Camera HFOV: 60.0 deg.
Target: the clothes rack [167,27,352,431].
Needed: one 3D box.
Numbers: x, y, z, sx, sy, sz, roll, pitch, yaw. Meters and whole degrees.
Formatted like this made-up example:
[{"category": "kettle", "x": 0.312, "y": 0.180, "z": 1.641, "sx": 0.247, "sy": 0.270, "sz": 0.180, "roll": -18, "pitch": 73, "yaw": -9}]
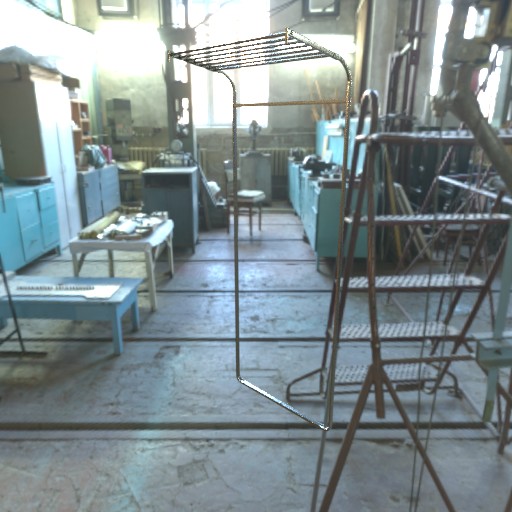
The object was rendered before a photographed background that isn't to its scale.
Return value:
[{"category": "clothes rack", "x": 0.000, "y": 0.000, "z": 1.822, "sx": 0.609, "sy": 1.574, "sz": 0.349, "roll": 16, "pitch": 23, "yaw": 42}]
